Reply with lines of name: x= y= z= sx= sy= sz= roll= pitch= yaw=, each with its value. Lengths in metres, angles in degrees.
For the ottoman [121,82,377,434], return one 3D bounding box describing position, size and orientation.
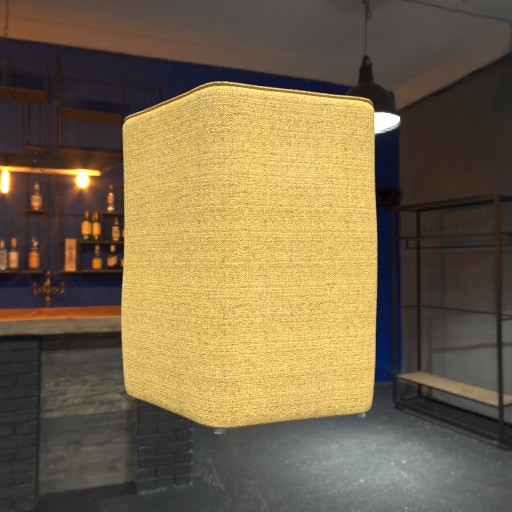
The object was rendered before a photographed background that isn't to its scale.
ottoman: x=0.000 y=0.000 z=0.851 sx=0.494 sy=0.502 sz=0.443 roll=0 pitch=0 yaw=-17
